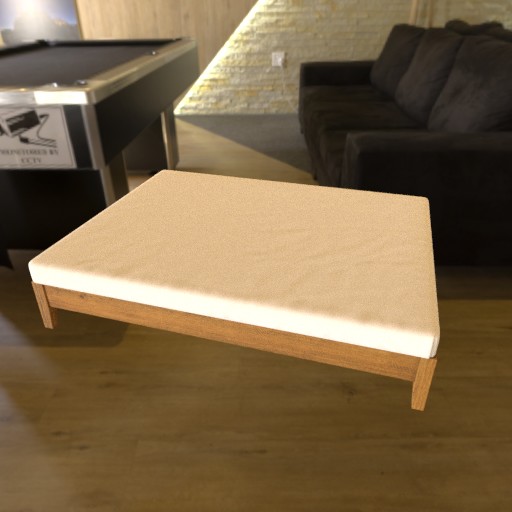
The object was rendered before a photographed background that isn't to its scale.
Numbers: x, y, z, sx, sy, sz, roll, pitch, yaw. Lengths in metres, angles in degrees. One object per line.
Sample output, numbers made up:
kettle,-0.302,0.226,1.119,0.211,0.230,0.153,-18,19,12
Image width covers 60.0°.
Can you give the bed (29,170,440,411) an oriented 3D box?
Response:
bed,0.000,0.000,2.746,2.016,0.431,1.536,9,31,15
